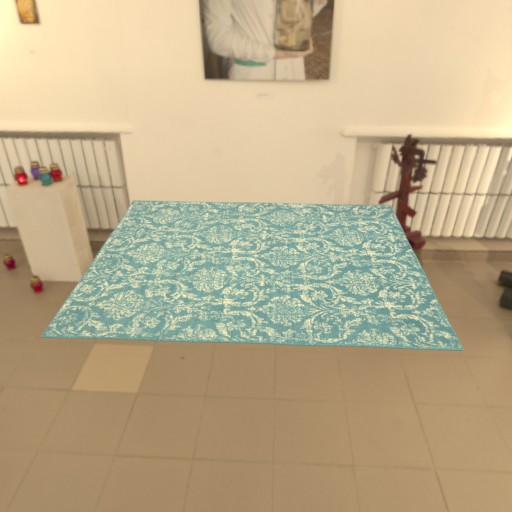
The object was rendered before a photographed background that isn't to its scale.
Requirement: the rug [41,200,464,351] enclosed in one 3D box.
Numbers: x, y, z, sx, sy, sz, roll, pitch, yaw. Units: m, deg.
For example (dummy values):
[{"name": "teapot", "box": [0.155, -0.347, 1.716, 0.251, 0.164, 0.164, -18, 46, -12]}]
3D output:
[{"name": "rug", "box": [0.000, 0.000, 4.119, 2.980, 0.012, 2.363, 1, 32, 2]}]
